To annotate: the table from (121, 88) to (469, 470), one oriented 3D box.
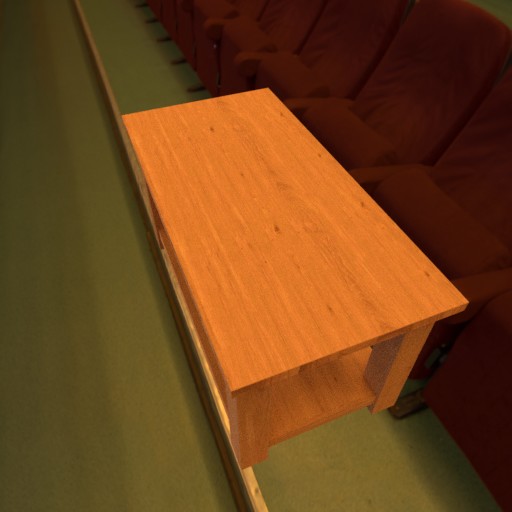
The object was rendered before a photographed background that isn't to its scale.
[{"bbox_3d":[0.000,0.000,1.178,0.450,0.452,0.899,-16,48,-15],"label":"table"}]
